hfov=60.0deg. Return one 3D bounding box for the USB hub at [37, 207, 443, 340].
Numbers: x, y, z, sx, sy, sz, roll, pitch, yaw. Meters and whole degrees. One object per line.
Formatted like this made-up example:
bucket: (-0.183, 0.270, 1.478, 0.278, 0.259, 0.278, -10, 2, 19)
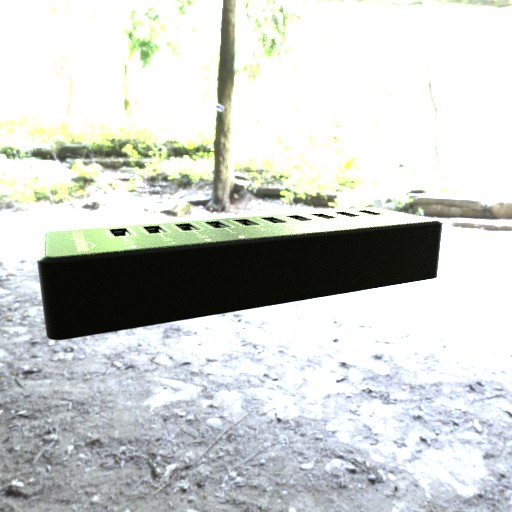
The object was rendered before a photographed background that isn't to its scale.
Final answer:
USB hub: (0.000, 0.000, 0.166, 0.145, 0.023, 0.044, -6, 16, -23)
